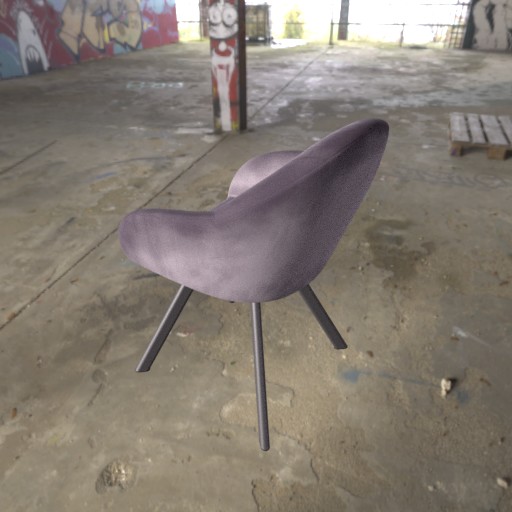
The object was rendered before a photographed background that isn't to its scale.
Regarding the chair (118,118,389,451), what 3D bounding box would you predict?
[{"bbox_3d":[0.000,0.000,1.210,0.590,0.795,0.550,20,36,30],"label":"chair"}]
